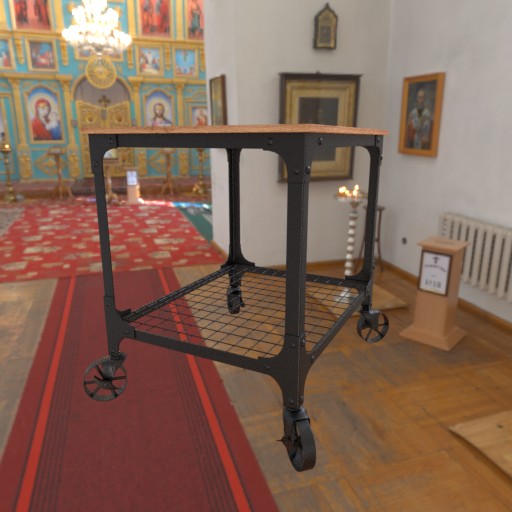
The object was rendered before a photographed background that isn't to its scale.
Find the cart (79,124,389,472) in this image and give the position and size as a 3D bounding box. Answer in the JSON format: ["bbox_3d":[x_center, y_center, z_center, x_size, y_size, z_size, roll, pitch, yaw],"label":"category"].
[{"bbox_3d":[0.000,0.000,1.096,0.558,0.603,0.666,7,17,26],"label":"cart"}]
